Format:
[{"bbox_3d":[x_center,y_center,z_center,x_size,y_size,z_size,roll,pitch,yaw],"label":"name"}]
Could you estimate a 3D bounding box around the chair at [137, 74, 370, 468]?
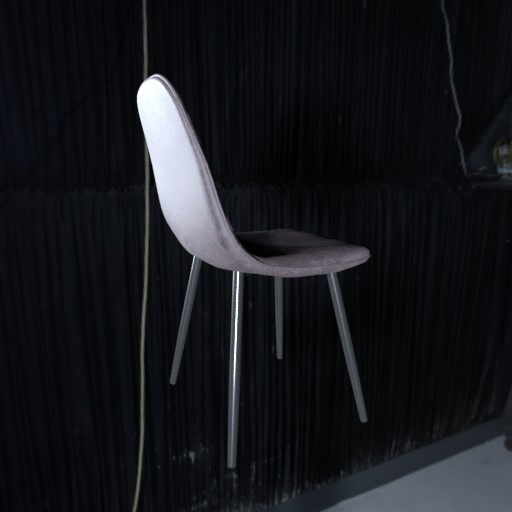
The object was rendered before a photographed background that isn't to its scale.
[{"bbox_3d":[0.000,0.000,1.225,0.561,0.889,0.472,-6,14,-27],"label":"chair"}]
